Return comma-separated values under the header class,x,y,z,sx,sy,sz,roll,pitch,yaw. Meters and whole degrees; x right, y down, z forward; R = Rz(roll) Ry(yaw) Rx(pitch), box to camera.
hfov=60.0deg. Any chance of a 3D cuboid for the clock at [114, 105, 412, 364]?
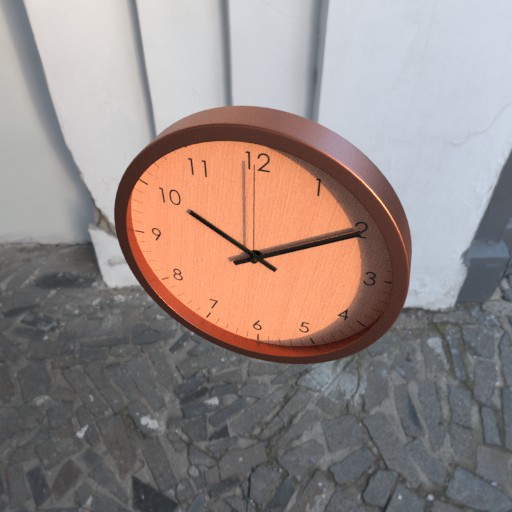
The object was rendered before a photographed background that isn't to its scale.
class,x,y,z,sx,sy,sz,roll,pitch,yaw
clock,0.000,0.000,0.474,0.313,0.313,0.040,12,43,13
